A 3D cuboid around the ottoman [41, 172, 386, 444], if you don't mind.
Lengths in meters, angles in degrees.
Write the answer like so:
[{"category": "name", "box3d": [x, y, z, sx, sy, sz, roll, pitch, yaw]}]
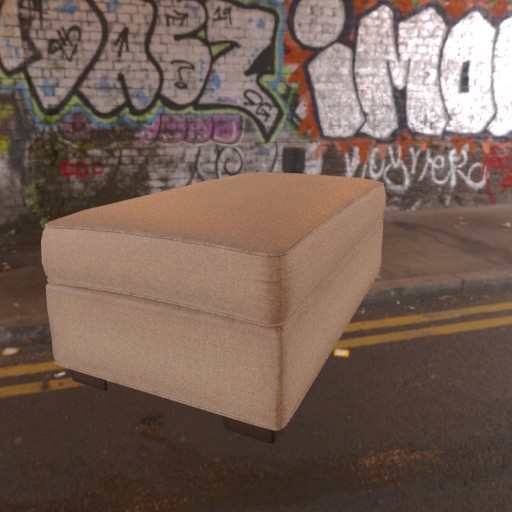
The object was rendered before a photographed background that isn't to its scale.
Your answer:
[{"category": "ottoman", "box3d": [0.000, 0.000, 1.399, 0.617, 0.448, 1.097, 8, 19, 24]}]
